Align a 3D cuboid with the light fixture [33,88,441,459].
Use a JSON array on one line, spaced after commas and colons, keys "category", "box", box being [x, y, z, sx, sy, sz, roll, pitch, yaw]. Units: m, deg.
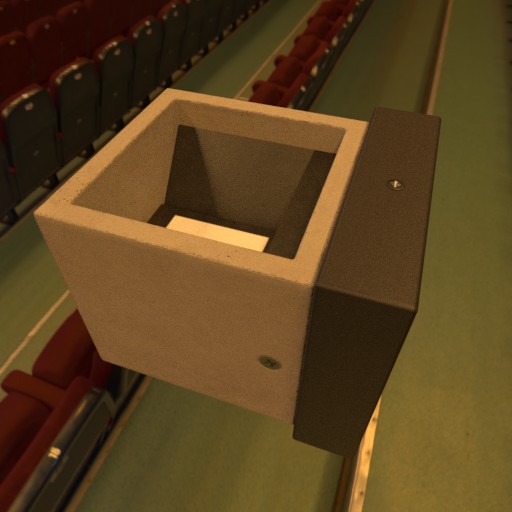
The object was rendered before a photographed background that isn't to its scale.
[{"category": "light fixture", "box": [0.000, 0.000, 0.228, 0.143, 0.121, 0.121, 14, 48, 13]}]
